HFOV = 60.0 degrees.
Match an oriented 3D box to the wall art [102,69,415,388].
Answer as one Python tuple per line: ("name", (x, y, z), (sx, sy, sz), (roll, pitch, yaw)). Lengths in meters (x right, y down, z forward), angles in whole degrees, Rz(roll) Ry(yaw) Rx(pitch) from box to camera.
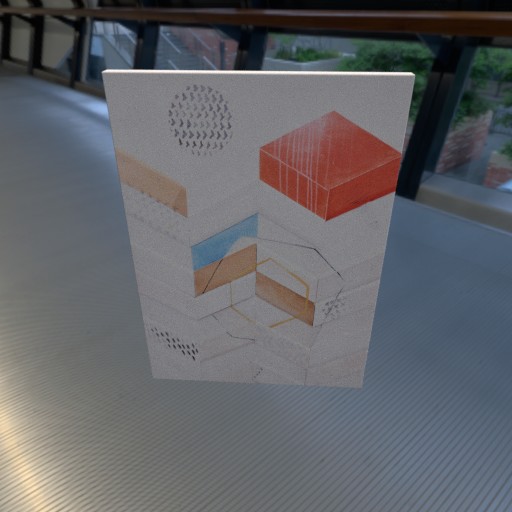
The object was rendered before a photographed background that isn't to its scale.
("wall art", (0.000, 0.000, 1.094), (0.613, 0.848, 0.036), (2, 31, 3))
